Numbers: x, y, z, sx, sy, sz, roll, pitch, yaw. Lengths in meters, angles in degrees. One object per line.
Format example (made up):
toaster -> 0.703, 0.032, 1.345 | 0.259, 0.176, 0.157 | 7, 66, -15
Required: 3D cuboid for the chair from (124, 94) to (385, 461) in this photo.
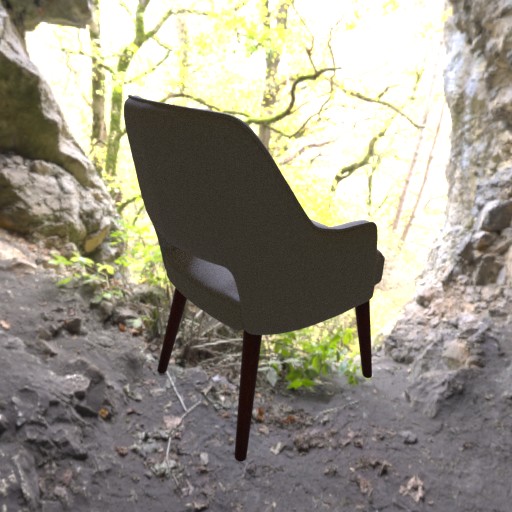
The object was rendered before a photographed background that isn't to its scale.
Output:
chair -> 0.000, 0.000, 1.201 | 0.580, 0.840, 0.560 | -19, 32, -34
